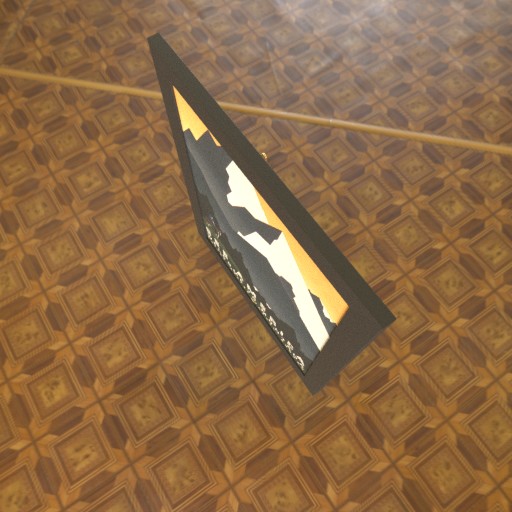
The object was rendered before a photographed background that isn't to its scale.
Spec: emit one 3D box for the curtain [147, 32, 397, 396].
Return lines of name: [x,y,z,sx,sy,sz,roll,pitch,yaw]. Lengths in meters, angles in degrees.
curtain: [0.000,0.000,0.787,0.027,0.585,0.483,-32,70,-13]
